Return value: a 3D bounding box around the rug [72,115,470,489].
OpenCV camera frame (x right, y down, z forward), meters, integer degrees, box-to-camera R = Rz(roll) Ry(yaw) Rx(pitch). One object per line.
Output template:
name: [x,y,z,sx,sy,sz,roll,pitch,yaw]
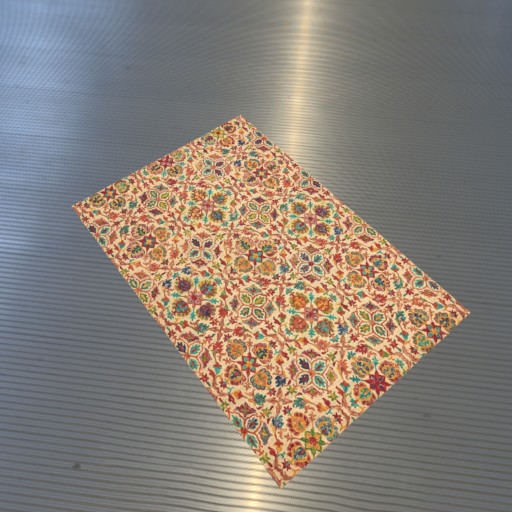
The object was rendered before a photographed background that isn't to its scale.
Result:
rug: [0.000,0.000,2.350,1.226,0.013,1.838,-34,64,-19]
